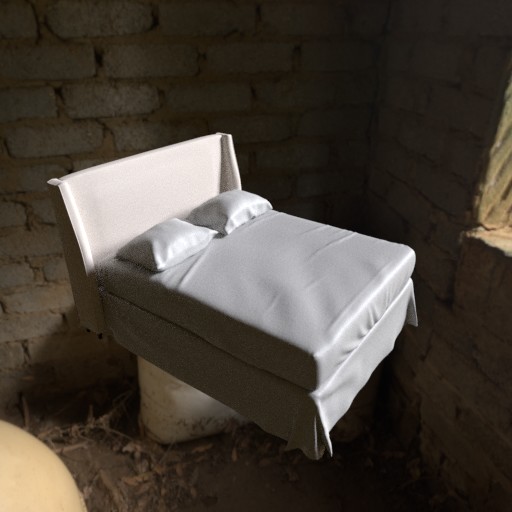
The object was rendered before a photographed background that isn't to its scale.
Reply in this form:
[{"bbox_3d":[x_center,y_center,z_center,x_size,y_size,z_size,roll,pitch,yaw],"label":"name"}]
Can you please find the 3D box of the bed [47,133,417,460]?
[{"bbox_3d":[0.000,0.000,3.486,2.276,1.332,1.925,19,33,31],"label":"bed"}]
